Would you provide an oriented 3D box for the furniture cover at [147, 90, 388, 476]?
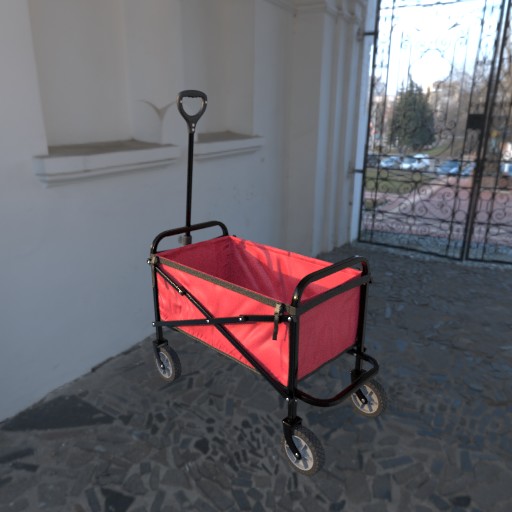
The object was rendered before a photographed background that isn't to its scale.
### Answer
[{"bbox_3d":[0.000,0.000,1.807,1.038,1.295,0.532,17,24,42],"label":"furniture cover"}]
